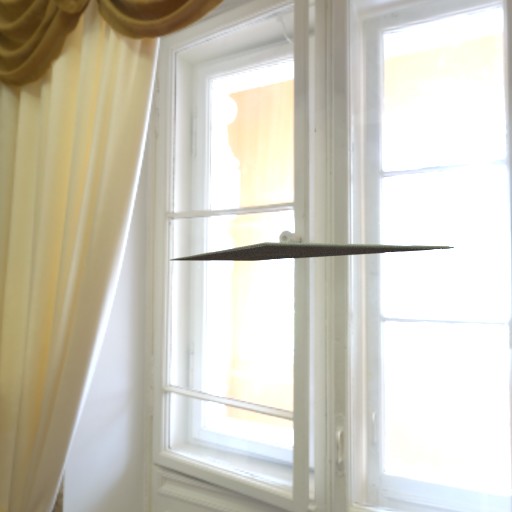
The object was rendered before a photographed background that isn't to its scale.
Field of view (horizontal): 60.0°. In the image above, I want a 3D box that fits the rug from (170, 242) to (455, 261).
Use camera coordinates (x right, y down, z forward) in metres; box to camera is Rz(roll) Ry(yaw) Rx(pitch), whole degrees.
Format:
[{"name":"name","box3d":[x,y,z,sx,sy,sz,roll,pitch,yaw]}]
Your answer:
[{"name":"rug","box3d":[0.000,0.000,2.386,0.662,0.011,2.196,1,-2,-18]}]
